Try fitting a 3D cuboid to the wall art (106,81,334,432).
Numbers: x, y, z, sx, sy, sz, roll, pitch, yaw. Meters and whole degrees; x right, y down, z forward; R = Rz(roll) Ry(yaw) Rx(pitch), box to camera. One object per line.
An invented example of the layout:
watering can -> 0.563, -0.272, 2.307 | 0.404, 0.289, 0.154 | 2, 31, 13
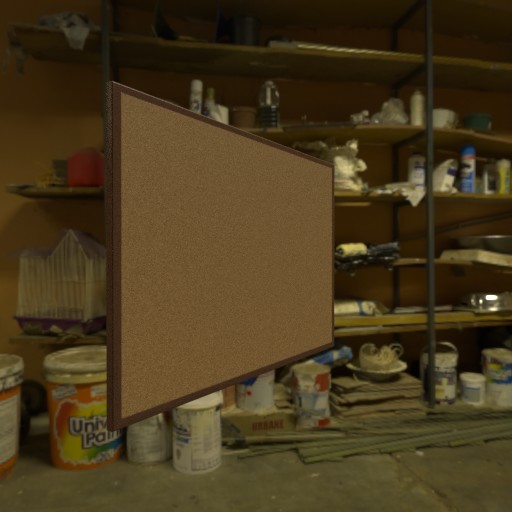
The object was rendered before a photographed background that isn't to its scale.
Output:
wall art -> 0.000, 0.000, 0.846 | 0.014, 0.455, 0.660 | 0, 0, 35
